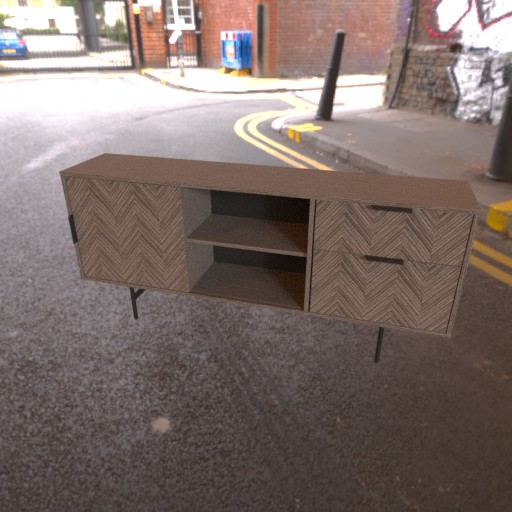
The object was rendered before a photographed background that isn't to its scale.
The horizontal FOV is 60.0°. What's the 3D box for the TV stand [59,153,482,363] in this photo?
[{"bbox_3d":[0.000,0.000,2.154,1.804,0.787,0.405,7,28,14],"label":"TV stand"}]
